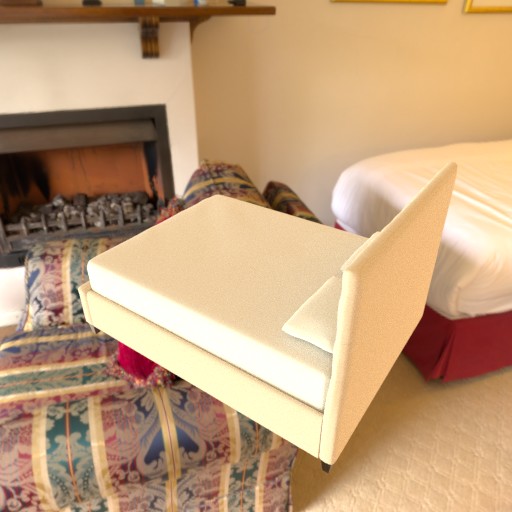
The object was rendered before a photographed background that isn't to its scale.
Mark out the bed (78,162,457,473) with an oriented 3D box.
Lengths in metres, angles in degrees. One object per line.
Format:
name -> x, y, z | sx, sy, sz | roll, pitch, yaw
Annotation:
bed -> 0.000, 0.000, 3.340 | 2.233, 1.426, 1.696 | 20, 37, 29
